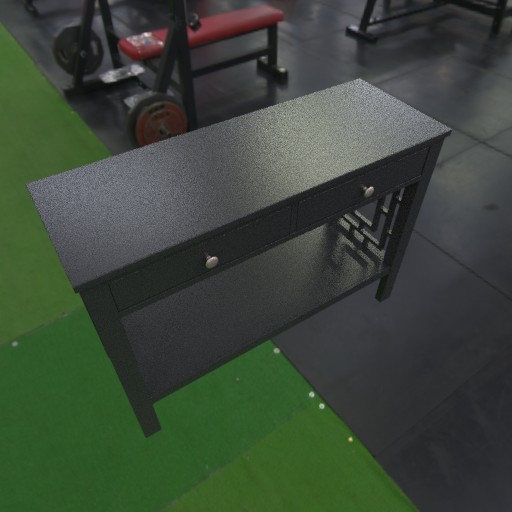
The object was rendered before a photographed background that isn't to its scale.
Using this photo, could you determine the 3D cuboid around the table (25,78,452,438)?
[{"bbox_3d":[0.000,0.000,1.423,1.068,0.753,0.397,-25,51,-22],"label":"table"}]
